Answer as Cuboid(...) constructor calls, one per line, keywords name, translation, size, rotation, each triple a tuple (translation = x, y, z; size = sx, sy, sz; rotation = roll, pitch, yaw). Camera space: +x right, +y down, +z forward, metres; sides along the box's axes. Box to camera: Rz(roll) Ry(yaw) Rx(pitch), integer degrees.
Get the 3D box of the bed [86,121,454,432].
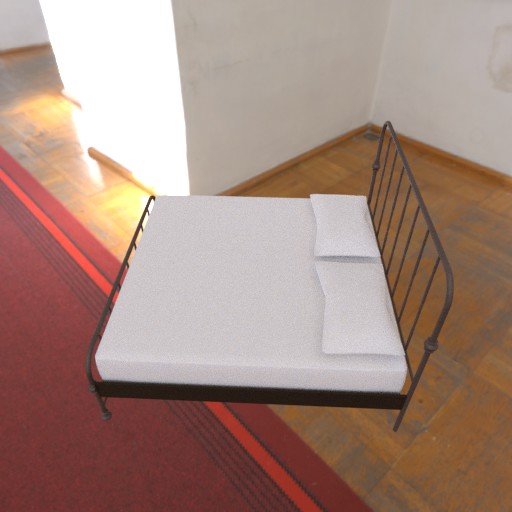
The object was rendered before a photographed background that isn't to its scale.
Cuboid(name="bed", translation=(0.000, 0.000, 3.420), size=(2.134, 1.446, 2.044), rotation=(2, 42, 2))
